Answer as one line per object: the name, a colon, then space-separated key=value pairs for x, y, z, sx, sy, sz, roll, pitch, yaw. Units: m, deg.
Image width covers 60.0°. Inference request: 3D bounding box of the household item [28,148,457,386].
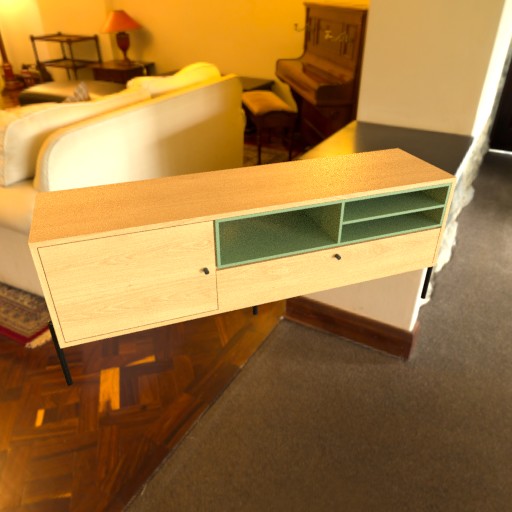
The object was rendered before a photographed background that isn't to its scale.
household item: x=0.000 y=0.000 z=1.778 sx=1.550 sy=0.600 sz=0.400 roll=-11 pitch=33 yaw=-17
